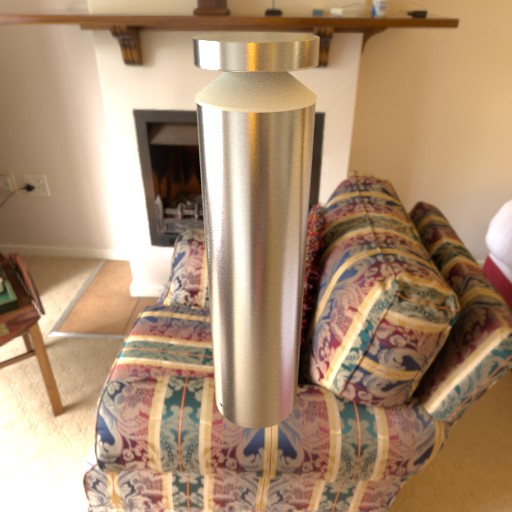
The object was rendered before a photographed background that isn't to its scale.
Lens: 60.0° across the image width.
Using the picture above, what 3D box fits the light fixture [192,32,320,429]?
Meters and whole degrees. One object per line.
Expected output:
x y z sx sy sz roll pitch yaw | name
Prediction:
0.000 0.000 0.450 0.102 0.400 0.102 -20 36 -30 | light fixture
